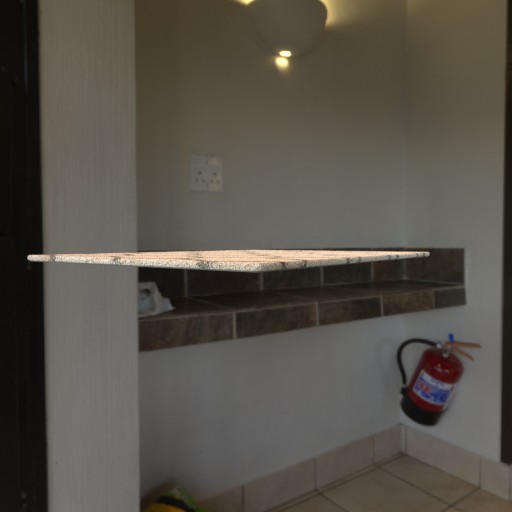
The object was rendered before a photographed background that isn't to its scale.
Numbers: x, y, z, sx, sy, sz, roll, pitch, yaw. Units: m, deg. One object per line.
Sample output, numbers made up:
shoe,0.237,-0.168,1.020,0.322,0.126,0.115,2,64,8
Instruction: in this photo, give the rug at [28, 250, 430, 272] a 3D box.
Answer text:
rug,0.000,0.000,2.135,1.200,0.025,1.600,1,2,36
